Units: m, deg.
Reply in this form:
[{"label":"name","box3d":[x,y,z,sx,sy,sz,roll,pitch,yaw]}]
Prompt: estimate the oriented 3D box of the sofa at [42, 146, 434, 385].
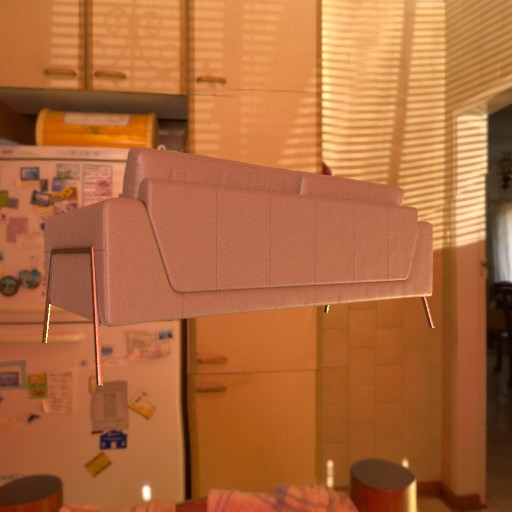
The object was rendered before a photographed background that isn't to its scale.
[{"label":"sofa","box3d":[0.000,0.000,2.474,2.017,0.875,0.953,0,0,-37]}]
